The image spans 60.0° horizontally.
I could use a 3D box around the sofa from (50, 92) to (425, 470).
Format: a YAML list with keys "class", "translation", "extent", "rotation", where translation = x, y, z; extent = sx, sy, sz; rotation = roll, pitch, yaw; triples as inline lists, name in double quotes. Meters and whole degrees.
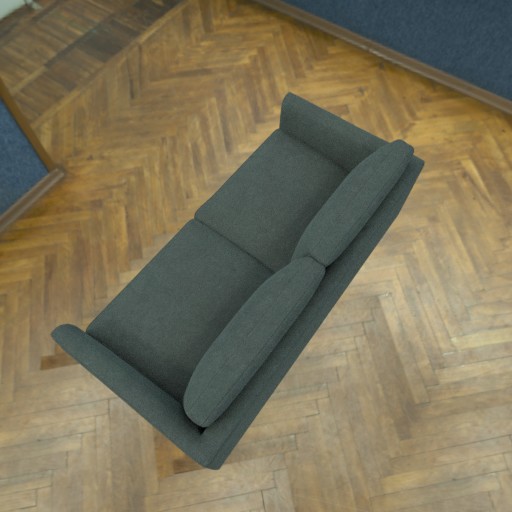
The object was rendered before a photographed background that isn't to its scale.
- class: "sofa"
  translation: [0.000, 0.000, 2.795]
  extent: [1.092, 0.838, 2.257]
  rotation: [33, 67, 16]
